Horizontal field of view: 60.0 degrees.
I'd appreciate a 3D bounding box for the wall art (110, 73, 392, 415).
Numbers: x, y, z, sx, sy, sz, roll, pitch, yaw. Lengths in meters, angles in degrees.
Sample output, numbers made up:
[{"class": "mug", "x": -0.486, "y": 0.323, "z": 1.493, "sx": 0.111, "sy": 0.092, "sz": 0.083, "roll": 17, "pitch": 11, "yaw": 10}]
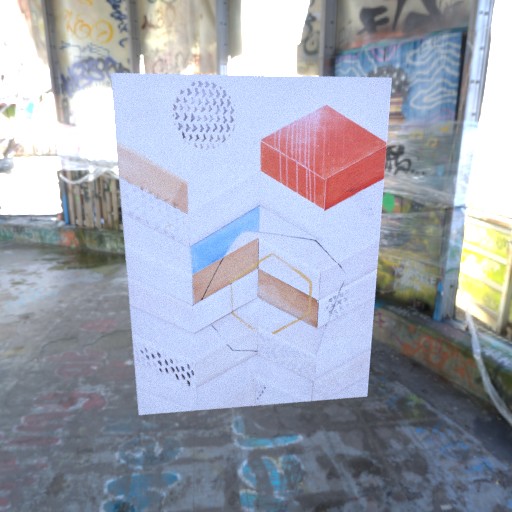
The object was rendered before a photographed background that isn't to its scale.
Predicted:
[{"class": "wall art", "x": 0.000, "y": 0.000, "z": 1.613, "sx": 0.914, "sy": 1.221, "sz": 0.046, "roll": -2, "pitch": 16, "yaw": -8}]
